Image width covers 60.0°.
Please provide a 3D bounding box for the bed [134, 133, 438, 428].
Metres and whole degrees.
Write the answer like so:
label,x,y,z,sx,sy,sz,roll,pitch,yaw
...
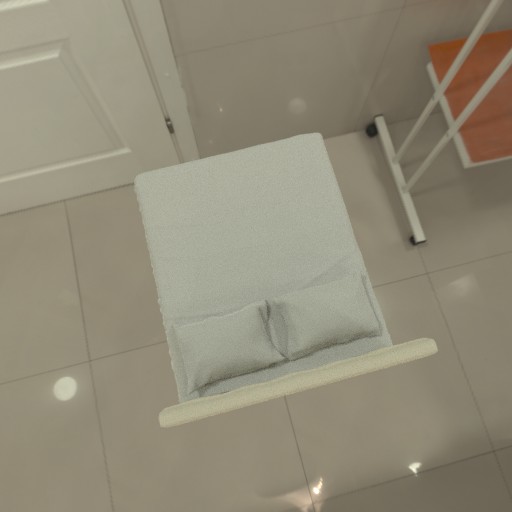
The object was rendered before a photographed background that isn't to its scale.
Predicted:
label,x,y,z,sx,sy,sz,roll,pitch,yaw
bed,0.000,0.000,3.485,1.936,1.577,2.222,-14,75,-4
